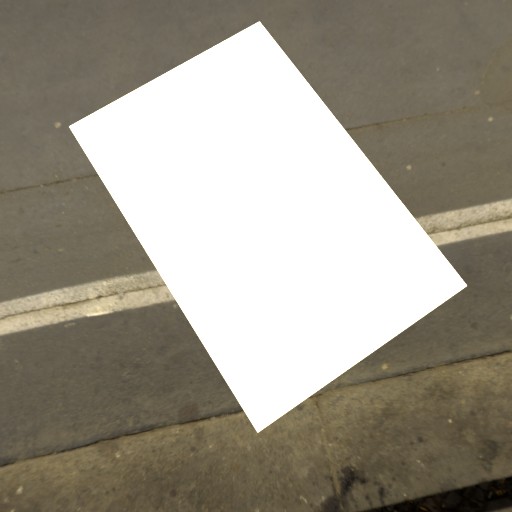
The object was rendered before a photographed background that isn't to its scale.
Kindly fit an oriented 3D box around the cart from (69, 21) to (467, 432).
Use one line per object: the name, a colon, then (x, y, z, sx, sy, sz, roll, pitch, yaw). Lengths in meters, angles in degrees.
cart: (0.000, 0.000, 1.240, 0.442, 0.864, 0.683, -32, 78, -8)
